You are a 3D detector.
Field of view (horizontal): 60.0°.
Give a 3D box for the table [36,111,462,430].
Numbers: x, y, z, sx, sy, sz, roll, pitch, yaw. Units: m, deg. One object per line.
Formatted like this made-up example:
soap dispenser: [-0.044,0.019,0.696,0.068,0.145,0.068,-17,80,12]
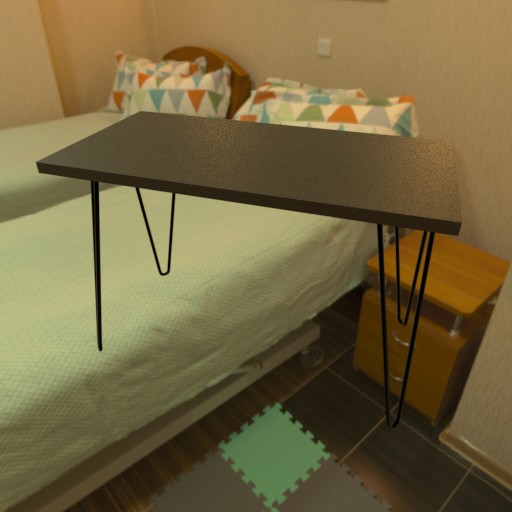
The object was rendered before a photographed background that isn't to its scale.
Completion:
table: [0.000,0.000,1.349,0.991,0.660,0.499,10,34,15]
